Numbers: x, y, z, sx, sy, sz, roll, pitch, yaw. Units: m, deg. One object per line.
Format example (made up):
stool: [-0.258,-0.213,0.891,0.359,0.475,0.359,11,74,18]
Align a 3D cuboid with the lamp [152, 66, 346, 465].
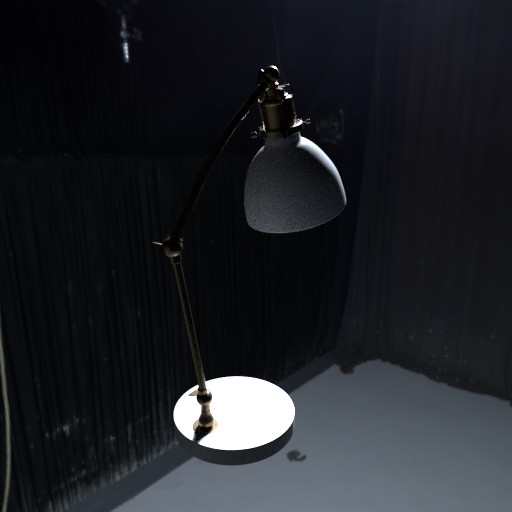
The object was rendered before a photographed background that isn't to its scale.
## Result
lamp: [0.000,0.000,0.653,0.317,0.522,0.186,-15,22,-43]
